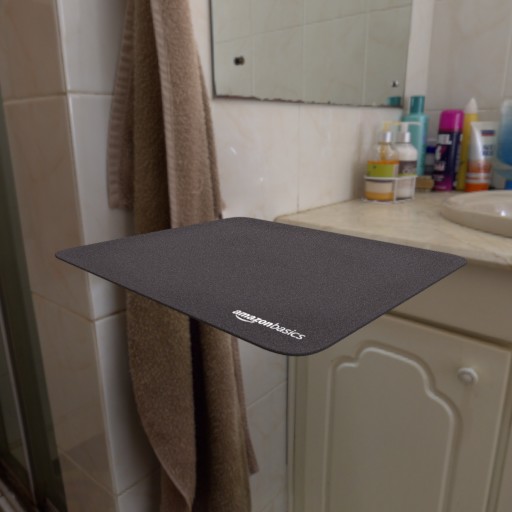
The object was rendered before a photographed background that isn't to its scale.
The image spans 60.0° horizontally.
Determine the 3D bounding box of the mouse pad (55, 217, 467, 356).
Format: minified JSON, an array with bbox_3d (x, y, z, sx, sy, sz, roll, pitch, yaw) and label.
[{"bbox_3d":[0.000,0.000,0.428,0.315,0.002,0.269,14,21,41],"label":"mouse pad"}]
